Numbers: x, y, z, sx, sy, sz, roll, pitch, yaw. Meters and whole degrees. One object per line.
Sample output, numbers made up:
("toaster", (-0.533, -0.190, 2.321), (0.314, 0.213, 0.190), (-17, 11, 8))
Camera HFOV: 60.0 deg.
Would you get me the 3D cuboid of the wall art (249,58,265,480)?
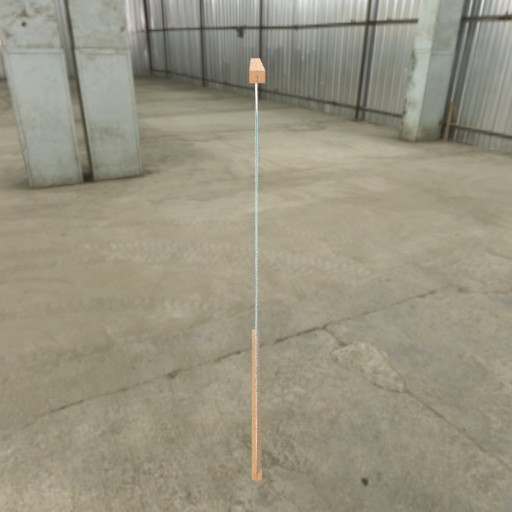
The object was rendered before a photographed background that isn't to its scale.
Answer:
("wall art", (0.000, 0.000, 0.764), (0.016, 0.611, 0.401), (0, 26, 0))
